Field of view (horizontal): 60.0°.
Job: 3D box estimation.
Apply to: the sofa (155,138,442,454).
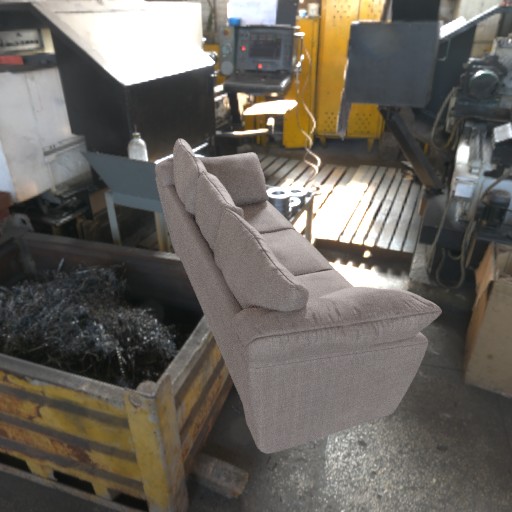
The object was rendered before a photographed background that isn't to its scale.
[{"bbox_3d":[0.000,0.000,2.803,0.878,0.996,2.334,-10,32,-17],"label":"sofa"}]
